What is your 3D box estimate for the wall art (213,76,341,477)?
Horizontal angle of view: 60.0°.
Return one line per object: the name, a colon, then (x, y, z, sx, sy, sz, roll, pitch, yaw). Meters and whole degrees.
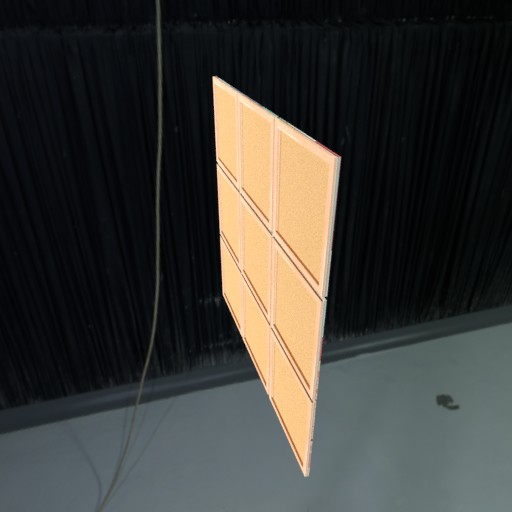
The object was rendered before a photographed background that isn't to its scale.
wall art: (0.000, 0.000, 1.370, 0.012, 0.910, 0.911, -9, 32, -15)
